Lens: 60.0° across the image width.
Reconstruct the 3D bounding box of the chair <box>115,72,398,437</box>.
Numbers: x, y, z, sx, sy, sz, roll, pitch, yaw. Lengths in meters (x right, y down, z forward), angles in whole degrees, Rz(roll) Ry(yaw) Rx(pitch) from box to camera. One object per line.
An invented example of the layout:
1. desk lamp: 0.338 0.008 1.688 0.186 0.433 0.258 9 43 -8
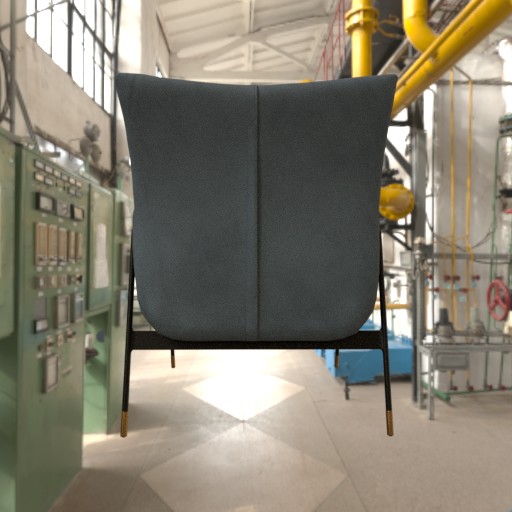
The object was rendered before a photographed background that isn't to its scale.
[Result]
1. chair: 0.000 0.000 1.370 0.678 0.858 0.709 0 0 -1
